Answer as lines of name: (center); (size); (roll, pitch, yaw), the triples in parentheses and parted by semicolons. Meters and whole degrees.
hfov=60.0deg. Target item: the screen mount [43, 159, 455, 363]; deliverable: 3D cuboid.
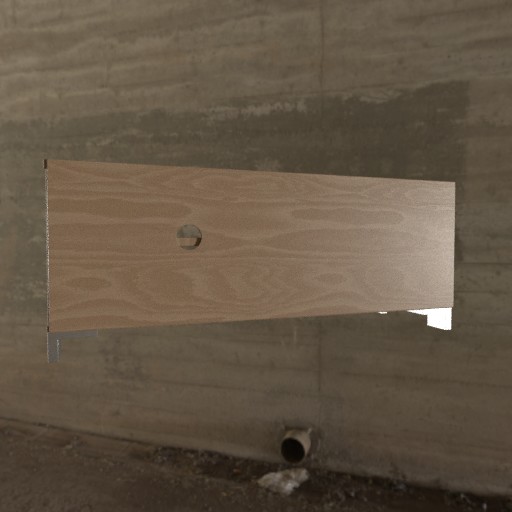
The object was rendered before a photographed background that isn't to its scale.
screen mount: (0.000, 0.000, 1.301); (1.084, 0.432, 0.406); (-1, 2, -19)
